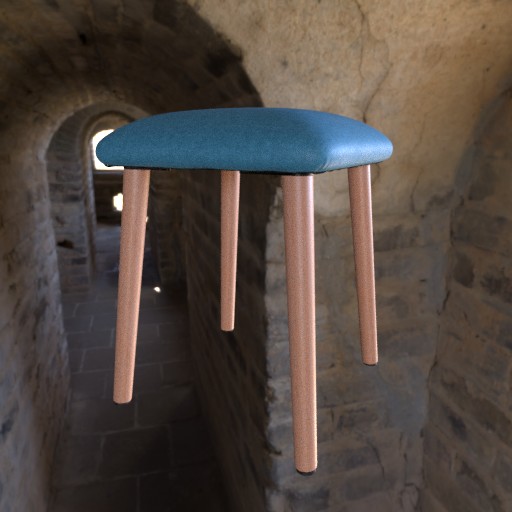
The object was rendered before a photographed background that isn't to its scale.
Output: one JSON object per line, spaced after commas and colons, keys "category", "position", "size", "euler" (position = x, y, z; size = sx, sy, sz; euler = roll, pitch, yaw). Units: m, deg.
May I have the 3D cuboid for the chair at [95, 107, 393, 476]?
{"category": "chair", "position": [0.000, 0.000, 0.718], "size": [0.360, 0.450, 0.360], "euler": [8, 17, 27]}
